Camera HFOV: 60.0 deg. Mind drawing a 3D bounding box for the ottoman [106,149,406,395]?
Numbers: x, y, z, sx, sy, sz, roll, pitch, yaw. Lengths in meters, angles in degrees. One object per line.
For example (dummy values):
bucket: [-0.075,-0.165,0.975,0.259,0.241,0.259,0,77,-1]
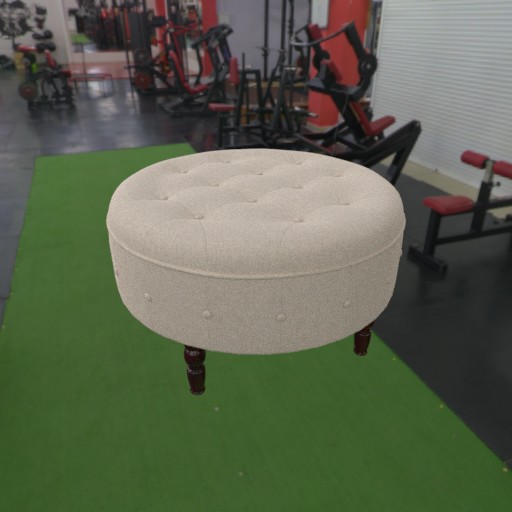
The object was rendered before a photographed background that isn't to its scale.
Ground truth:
ottoman: [0.000,0.000,1.388,0.848,0.494,0.848,0,28,0]
